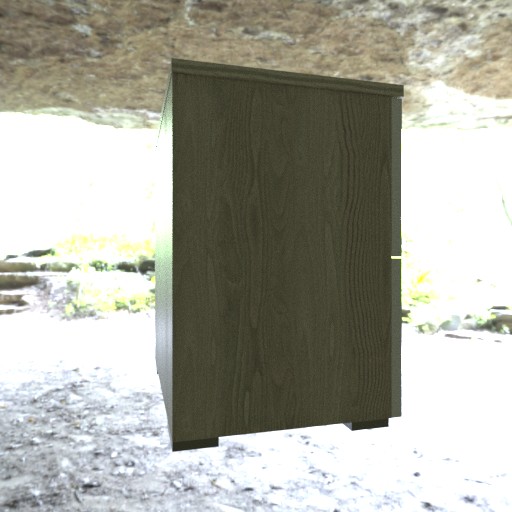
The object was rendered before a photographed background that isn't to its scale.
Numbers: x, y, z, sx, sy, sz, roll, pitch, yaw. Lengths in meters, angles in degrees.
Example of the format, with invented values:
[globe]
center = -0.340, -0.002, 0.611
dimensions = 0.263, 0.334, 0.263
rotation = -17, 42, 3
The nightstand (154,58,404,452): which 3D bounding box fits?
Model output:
[nightstand]
center = 0.000, 0.000, 0.772
dimensions = 0.325, 0.461, 0.442
rotation = 0, 0, -15
